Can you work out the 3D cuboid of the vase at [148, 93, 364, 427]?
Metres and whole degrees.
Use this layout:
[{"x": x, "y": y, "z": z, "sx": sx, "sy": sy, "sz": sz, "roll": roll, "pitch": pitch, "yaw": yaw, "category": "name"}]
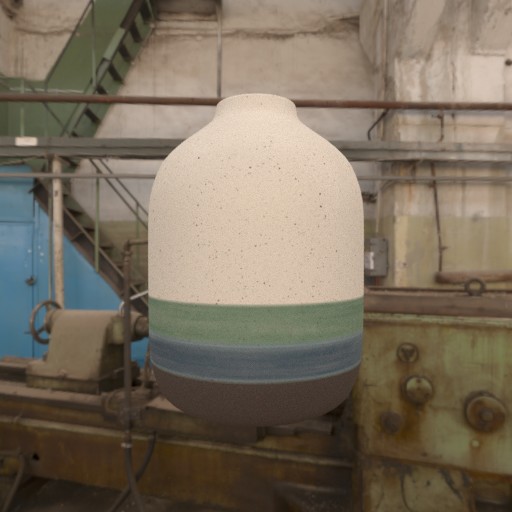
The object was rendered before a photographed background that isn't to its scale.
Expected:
[{"x": 0.000, "y": 0.000, "z": 0.358, "sx": 0.169, "sy": 0.240, "sz": 0.169, "roll": 0, "pitch": 1, "yaw": 0, "category": "vase"}]
